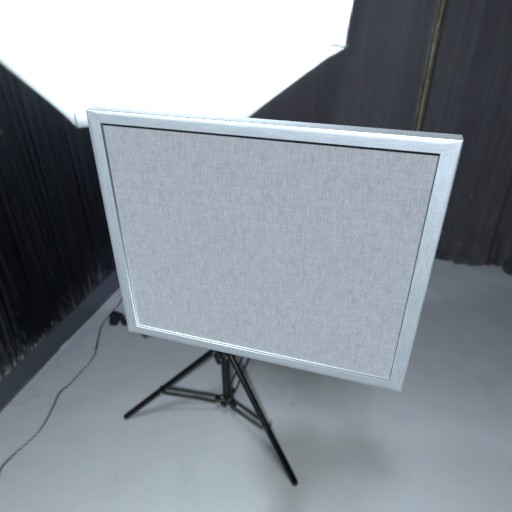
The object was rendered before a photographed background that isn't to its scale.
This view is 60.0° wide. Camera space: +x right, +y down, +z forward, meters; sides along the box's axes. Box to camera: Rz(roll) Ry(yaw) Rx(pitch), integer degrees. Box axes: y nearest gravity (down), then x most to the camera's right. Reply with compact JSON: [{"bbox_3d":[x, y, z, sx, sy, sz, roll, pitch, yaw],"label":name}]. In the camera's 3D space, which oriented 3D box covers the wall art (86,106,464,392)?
[{"bbox_3d":[0.000,0.000,0.757,0.556,0.457,0.028,9,33,15],"label":"wall art"}]
